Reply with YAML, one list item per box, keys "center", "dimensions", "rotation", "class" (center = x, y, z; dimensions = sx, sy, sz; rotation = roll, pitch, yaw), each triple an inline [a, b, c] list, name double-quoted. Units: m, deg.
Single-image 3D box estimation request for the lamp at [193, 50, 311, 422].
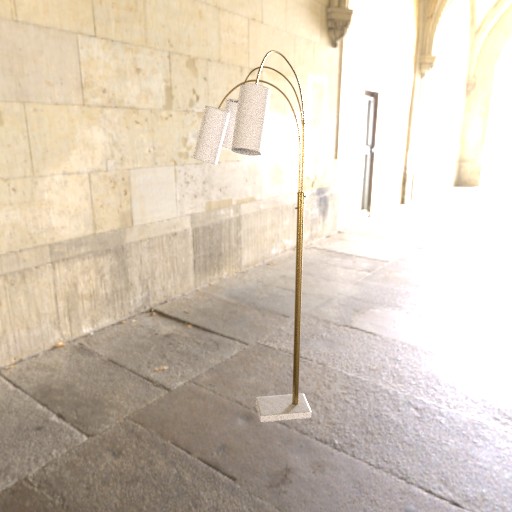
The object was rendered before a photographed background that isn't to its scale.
- center: [0.000, 0.000, 2.503]
  dimensions: [0.667, 2.055, 1.020]
  rotation: [-2, 16, -8]
  class: "lamp"
